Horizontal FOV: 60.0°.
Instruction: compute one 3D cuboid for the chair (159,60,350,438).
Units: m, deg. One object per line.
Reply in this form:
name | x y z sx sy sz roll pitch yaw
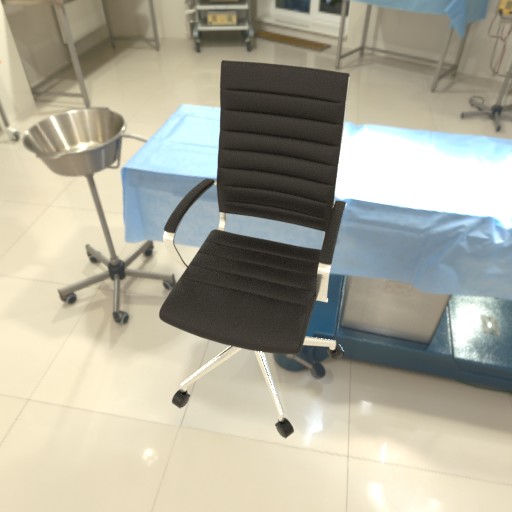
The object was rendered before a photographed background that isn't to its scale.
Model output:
chair | 0.000 0.000 1.622 0.766 1.149 0.739 12 43 13
